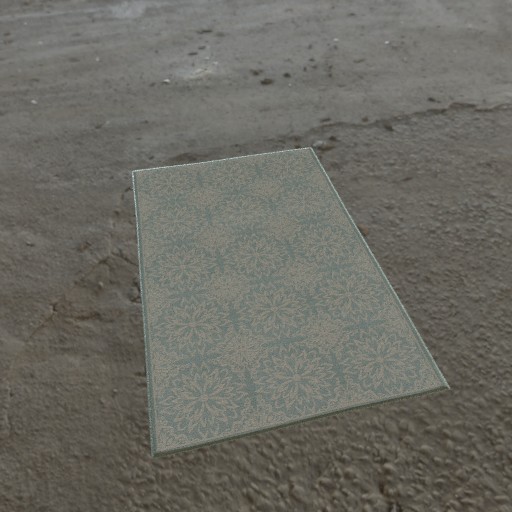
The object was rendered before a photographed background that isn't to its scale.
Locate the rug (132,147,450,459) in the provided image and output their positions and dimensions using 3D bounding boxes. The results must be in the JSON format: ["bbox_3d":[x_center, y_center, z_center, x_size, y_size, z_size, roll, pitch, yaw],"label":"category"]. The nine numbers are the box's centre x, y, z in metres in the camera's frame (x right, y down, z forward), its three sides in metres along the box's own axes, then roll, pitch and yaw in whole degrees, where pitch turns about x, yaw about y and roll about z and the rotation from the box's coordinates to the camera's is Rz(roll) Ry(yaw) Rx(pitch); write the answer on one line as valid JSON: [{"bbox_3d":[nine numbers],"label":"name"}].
[{"bbox_3d":[0.000,0.000,2.347,1.219,0.012,1.840,-10,47,-9],"label":"rug"}]
